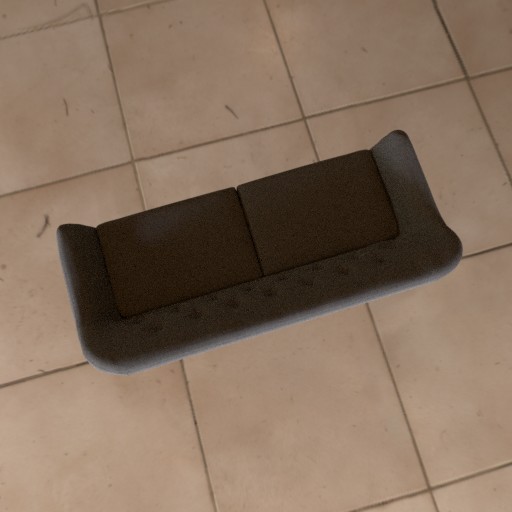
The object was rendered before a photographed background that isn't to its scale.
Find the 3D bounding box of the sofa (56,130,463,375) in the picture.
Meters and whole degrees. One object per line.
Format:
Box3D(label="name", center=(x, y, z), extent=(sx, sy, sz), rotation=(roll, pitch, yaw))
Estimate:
Box3D(label="sofa", center=(0.000, 0.000, 2.285), extent=(1.840, 0.820, 0.820), rotation=(-16, 77, -4))
